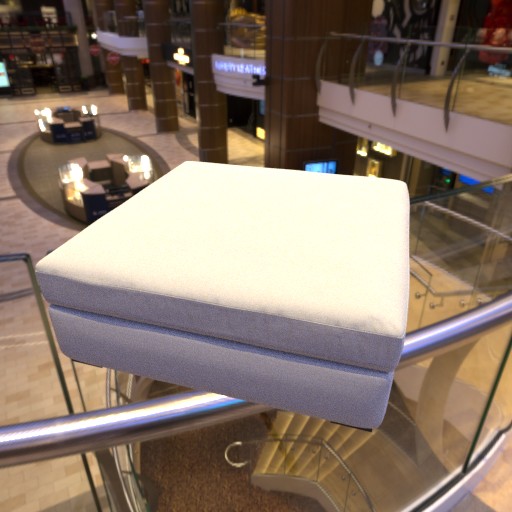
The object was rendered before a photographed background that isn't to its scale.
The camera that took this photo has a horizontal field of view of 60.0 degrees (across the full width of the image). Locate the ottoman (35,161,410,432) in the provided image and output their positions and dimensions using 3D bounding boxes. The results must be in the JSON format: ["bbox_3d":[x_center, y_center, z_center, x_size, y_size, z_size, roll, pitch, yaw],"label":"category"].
[{"bbox_3d":[0.000,0.000,1.805,1.163,0.482,1.167,8,30,15],"label":"ottoman"}]
